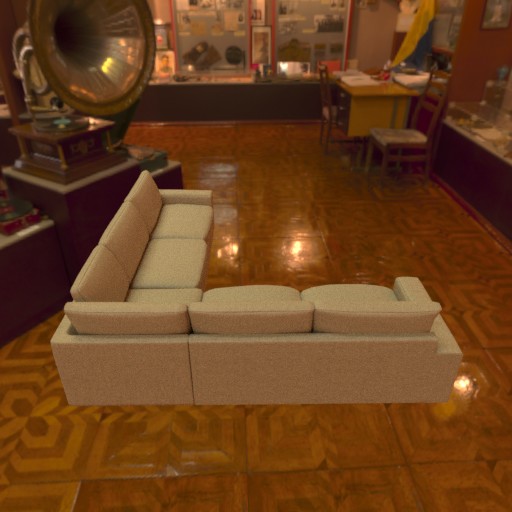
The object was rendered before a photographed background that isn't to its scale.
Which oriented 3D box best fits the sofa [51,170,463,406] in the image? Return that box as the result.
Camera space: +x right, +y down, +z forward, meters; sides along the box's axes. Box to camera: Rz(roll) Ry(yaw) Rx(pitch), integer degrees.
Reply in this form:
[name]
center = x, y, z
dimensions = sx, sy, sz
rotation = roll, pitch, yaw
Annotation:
[sofa]
center = 0.000, 0.000, 4.029
dimensions = 2.622, 0.800, 2.742
rotation = 0, 31, -1
